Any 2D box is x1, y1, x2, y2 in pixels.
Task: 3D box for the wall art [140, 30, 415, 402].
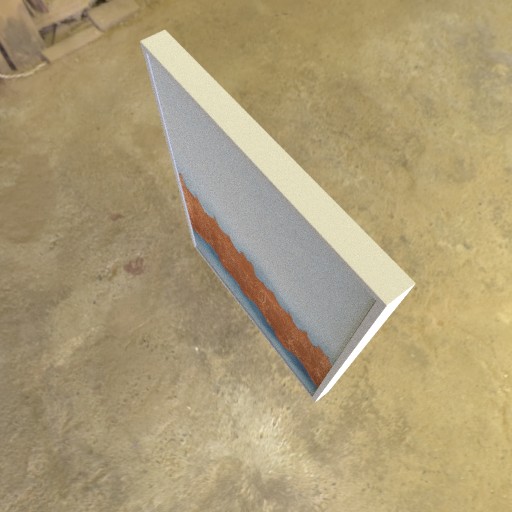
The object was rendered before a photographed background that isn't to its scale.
[{"bbox_3d":[0.000,0.000,0.740,0.039,0.553,0.451,-34,68,-16],"label":"wall art"}]
